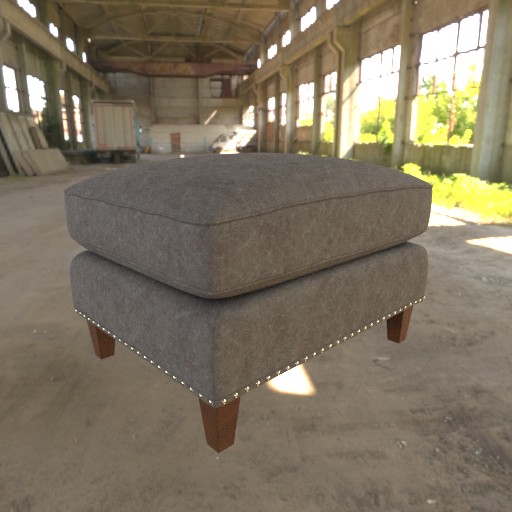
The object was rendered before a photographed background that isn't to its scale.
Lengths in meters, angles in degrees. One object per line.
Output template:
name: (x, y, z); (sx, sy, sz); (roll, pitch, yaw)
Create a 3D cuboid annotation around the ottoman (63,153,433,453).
ottoman: (0.000, 0.000, 1.134); (0.741, 0.513, 0.584); (-14, 21, -42)
